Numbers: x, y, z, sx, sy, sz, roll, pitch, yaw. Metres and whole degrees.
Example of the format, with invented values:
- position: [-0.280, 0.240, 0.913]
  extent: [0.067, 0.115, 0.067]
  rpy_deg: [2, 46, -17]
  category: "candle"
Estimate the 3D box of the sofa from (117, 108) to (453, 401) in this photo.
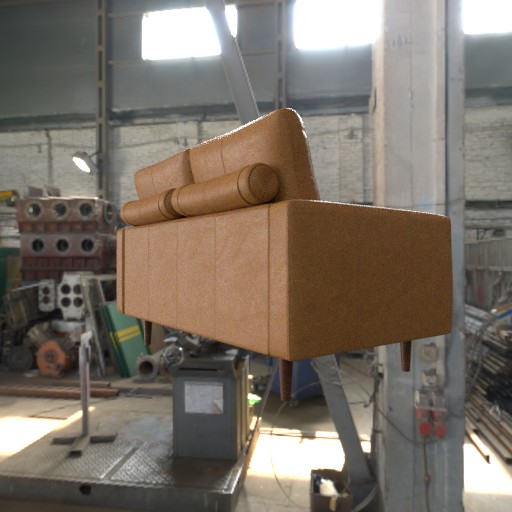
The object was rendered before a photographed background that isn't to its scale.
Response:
- position: [0.000, 0.000, 1.983]
  extent: [0.868, 0.898, 1.430]
  rpy_deg: [0, -1, -36]
  category: "sofa"
